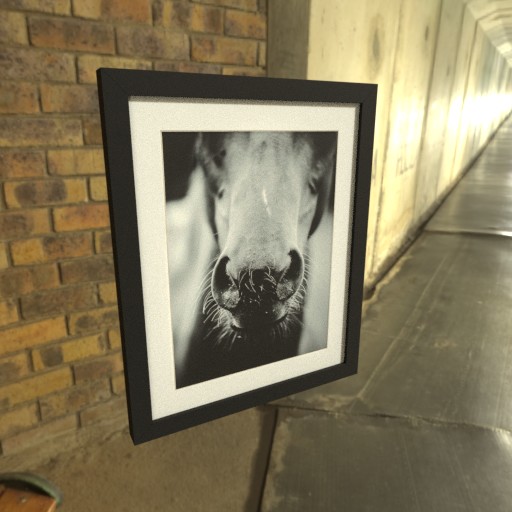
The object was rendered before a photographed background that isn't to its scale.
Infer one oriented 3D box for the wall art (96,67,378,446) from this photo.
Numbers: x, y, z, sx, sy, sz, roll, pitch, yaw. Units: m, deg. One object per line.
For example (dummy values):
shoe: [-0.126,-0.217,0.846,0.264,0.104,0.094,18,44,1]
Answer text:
wall art: [0.000,0.000,0.746,0.457,0.559,0.033,-8,18,-27]
